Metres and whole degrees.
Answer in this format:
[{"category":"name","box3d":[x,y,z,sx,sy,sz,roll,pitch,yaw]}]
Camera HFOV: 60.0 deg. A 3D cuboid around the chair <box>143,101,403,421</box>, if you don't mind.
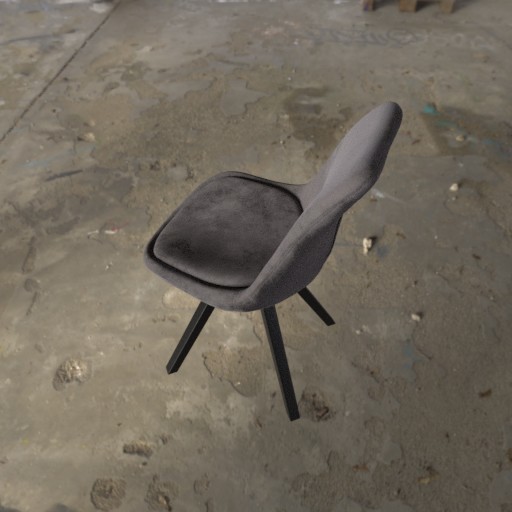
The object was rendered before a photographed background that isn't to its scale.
[{"category":"chair","box3d":[0.000,0.000,1.186,0.550,0.850,0.476,17,48,16]}]
